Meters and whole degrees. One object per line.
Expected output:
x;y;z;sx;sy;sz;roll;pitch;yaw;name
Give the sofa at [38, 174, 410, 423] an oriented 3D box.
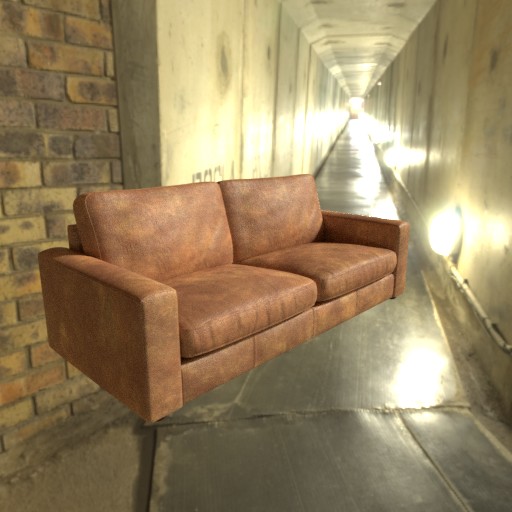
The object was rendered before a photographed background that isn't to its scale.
0.000;0.000;2.706;1.016;0.873;2.179;14;20;42;sofa
